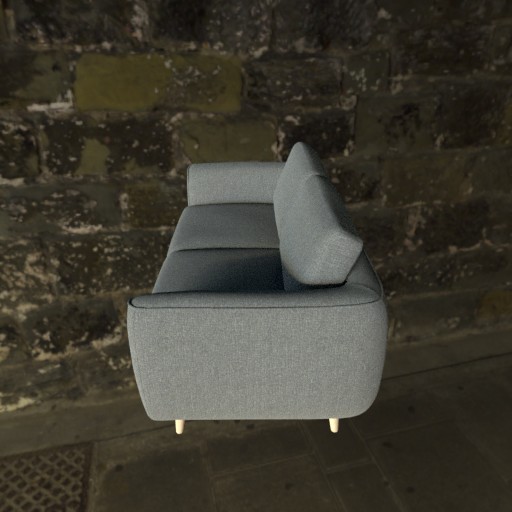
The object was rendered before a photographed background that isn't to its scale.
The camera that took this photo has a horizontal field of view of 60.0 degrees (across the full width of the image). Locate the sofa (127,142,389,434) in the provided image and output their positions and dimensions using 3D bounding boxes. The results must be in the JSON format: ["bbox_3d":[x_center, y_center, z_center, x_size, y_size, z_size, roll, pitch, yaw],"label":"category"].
[{"bbox_3d":[0.000,0.000,2.201,0.920,0.870,1.700,0,27,-1],"label":"sofa"}]
